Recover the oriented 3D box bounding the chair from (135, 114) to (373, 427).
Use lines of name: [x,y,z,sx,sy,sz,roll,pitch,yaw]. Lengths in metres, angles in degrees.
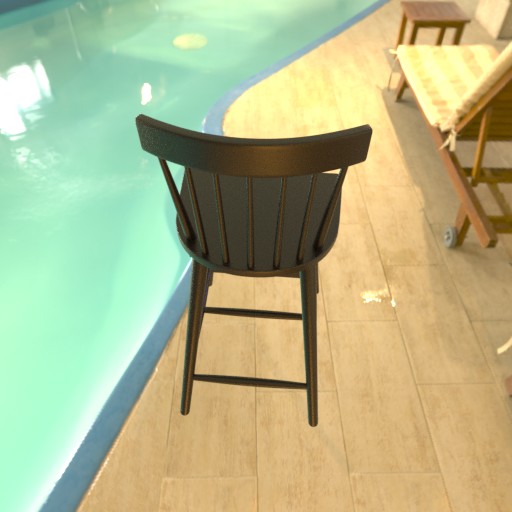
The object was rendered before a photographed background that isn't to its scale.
chair: [0.000,0.000,1.280,0.483,0.952,0.572,4,46,4]
